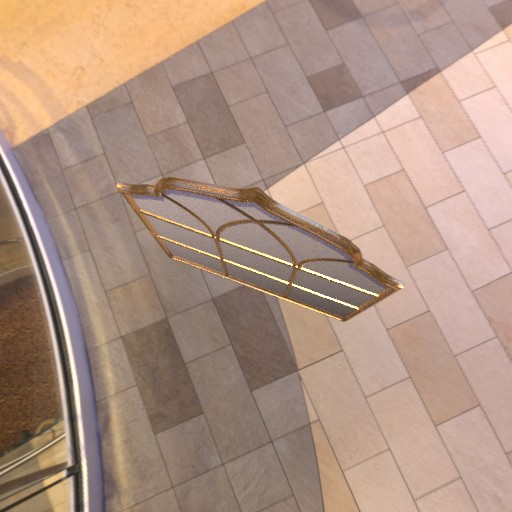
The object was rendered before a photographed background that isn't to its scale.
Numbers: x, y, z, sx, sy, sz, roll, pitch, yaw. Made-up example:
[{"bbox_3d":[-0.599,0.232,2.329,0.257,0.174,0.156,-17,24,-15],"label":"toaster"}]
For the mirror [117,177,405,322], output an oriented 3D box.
[{"bbox_3d":[0.000,0.000,0.875,0.513,0.635,0.018,20,76,5],"label":"mirror"}]
